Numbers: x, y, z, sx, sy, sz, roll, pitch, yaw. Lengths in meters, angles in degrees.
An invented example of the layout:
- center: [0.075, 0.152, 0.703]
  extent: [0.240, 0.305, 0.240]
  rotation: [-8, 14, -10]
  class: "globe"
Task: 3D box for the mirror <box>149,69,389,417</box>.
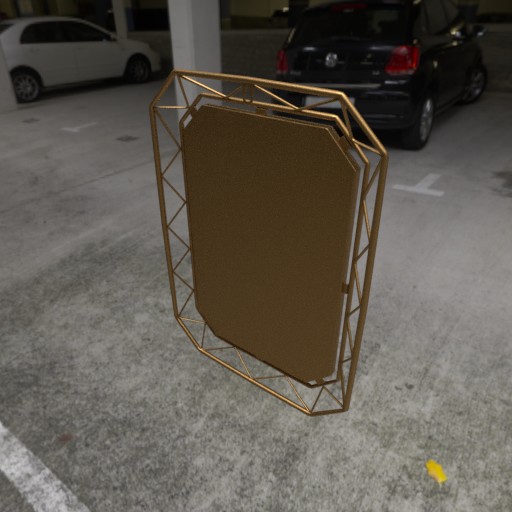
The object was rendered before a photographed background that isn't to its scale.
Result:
- center: [0.000, 0.000, 0.738]
  extent: [0.417, 0.566, 0.042]
  rotation: [22, 37, 31]
  class: "mirror"
